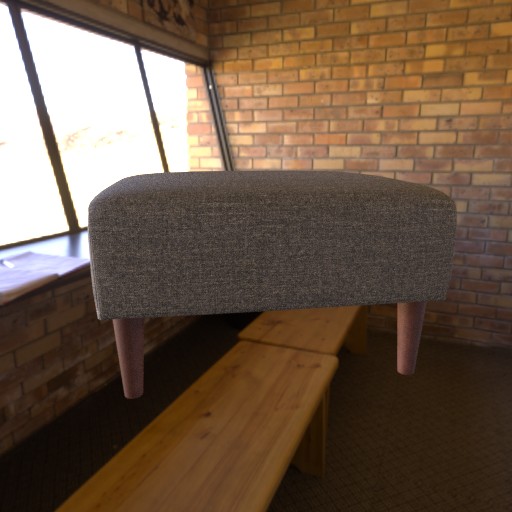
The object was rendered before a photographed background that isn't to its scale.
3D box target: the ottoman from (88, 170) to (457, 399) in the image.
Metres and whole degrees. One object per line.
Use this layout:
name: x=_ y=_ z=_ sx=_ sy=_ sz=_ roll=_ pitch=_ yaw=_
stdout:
ottoman: x=0.000 y=0.000 z=1.079 sx=0.655 sy=0.399 sz=0.648 roll=-2 pitch=14 yaw=-9
